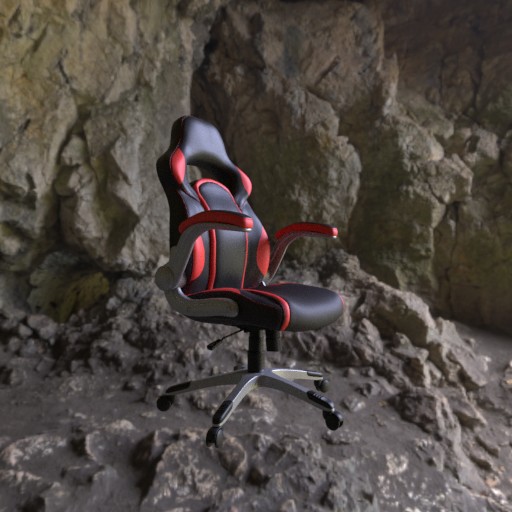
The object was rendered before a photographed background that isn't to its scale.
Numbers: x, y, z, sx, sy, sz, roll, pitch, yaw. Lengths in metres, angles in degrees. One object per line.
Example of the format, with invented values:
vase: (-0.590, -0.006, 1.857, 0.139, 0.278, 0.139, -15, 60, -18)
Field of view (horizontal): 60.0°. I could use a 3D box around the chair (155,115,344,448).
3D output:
chair: (0.000, 0.000, 1.689, 0.712, 1.165, 0.758, 0, 0, 37)
